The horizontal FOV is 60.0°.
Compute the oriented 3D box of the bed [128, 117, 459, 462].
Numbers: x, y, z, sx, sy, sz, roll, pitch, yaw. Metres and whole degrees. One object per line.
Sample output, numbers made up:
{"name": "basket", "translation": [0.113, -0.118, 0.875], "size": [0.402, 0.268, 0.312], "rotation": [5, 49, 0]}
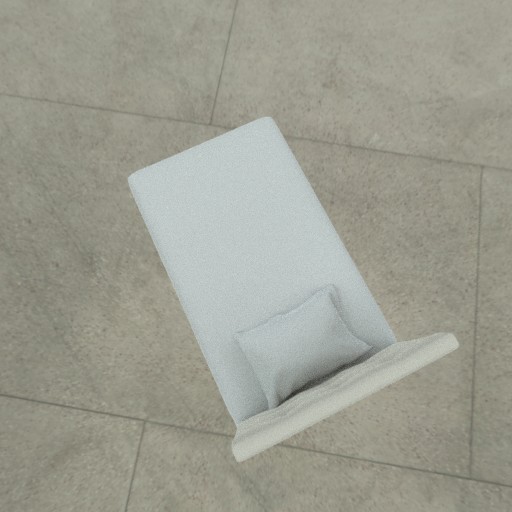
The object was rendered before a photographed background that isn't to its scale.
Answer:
{"name": "bed", "translation": [0.000, 0.000, 2.938], "size": [1.261, 1.571, 1.997], "rotation": [-25, 76, -7]}
